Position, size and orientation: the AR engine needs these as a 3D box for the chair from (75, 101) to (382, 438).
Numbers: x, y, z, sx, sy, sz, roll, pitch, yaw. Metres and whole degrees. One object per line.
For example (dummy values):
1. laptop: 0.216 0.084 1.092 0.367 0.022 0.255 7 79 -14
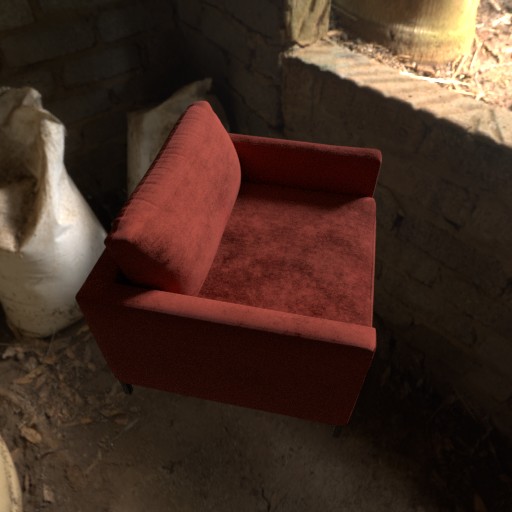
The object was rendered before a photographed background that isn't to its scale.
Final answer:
1. chair: 0.000 0.000 1.661 0.875 0.812 0.964 9 48 8
